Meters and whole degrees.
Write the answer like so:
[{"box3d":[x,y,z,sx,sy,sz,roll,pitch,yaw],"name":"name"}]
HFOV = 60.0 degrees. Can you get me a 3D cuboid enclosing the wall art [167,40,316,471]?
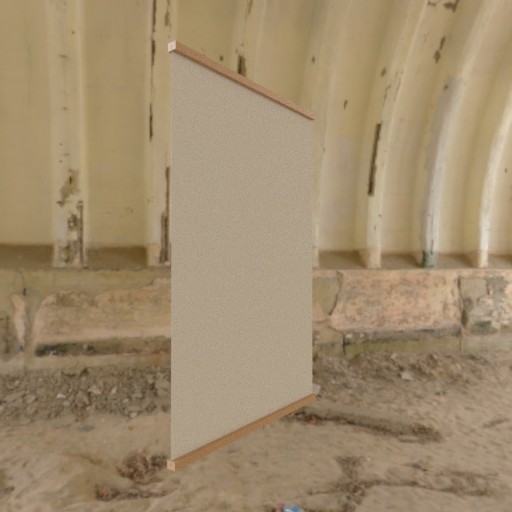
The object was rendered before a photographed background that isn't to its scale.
[{"box3d":[0.000,0.000,1.961,0.040,1.510,0.991,0,-1,37],"name":"wall art"}]
